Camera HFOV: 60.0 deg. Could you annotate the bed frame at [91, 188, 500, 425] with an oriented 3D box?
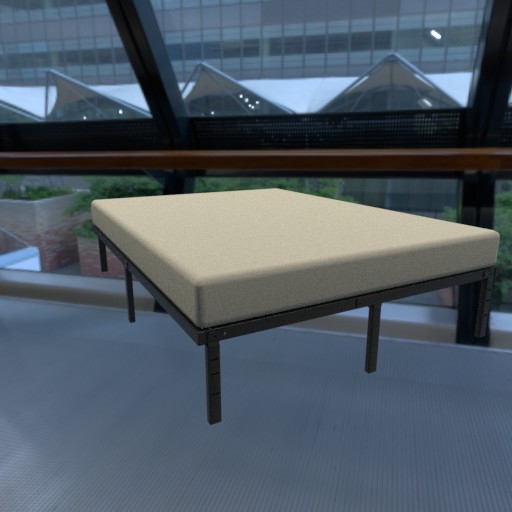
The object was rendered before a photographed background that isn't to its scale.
[{"bbox_3d":[0.000,0.000,3.409,1.990,0.680,2.635,-8,17,-28],"label":"bed frame"}]
